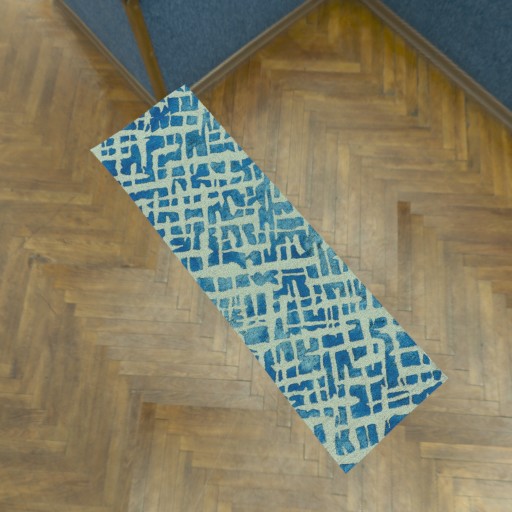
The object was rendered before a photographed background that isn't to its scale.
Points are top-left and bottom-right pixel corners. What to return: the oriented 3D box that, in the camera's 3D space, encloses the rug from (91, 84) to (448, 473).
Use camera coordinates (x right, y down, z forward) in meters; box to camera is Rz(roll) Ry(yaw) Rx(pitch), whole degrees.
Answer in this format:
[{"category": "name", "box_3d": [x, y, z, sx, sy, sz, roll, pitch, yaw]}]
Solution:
[{"category": "rug", "box_3d": [0.000, 0.000, 2.650, 0.768, 0.011, 2.446, -38, 78, -10]}]
